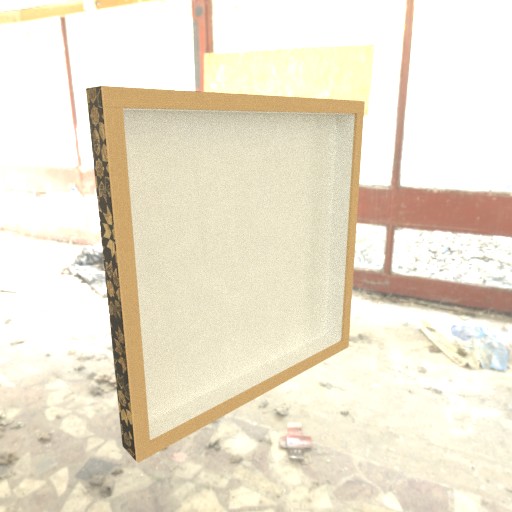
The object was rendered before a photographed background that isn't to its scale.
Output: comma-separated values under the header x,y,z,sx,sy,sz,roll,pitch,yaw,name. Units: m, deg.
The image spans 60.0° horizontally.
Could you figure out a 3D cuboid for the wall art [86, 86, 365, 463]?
x,y,z,sx,sy,sz,roll,pitch,yaw,name
0.000,0.000,0.595,0.405,0.405,0.038,-15,22,-41,wall art
